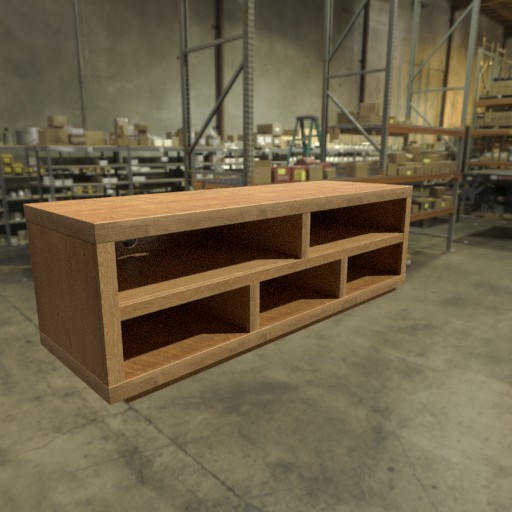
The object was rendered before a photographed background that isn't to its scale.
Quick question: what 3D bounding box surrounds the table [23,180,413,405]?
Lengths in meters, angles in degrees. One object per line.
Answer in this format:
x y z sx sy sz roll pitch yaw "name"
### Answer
0.000 0.000 1.743 1.499 0.491 0.499 -13 19 -42 "table"
